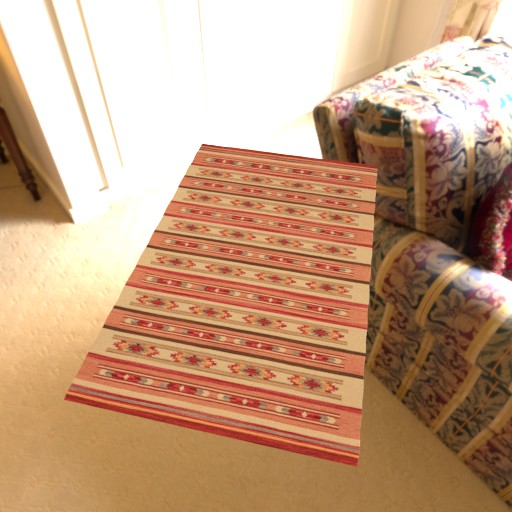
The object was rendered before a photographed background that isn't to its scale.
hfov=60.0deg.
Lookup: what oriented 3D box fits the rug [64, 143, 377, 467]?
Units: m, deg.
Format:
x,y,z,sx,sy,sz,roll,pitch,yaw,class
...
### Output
x,y,z,sx,sy,sz,roll,pitch,yaw,class
0.000,0.000,3.009,1.535,0.010,2.431,9,48,9,rug
